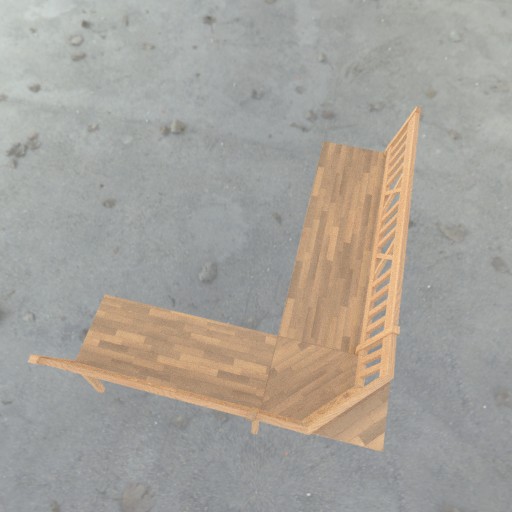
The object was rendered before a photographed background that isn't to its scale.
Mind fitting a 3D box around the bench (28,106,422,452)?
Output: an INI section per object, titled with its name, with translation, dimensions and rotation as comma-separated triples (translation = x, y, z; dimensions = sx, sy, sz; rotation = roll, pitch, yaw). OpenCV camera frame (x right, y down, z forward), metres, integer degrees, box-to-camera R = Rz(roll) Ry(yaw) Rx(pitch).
[bench]
translation = 0.000, 0.000, 2.652
dimensions = 1.537, 0.902, 1.937
rotation = 12, 63, 7
